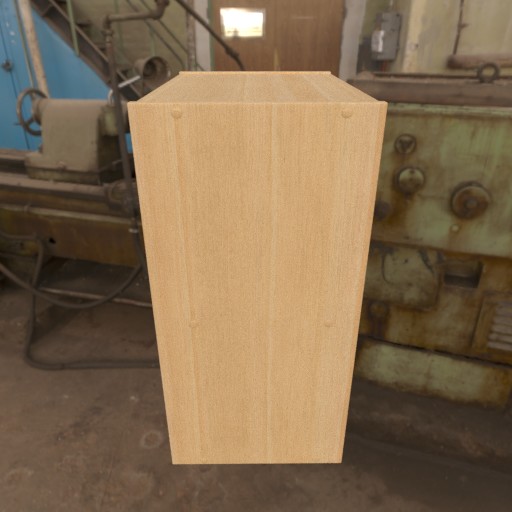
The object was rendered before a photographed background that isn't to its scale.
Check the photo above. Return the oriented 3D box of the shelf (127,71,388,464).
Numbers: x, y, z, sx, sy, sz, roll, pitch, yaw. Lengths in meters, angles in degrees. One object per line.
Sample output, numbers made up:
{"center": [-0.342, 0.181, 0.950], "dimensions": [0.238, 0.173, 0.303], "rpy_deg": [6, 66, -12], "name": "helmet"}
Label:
{"center": [0.000, 0.000, 0.809], "dimensions": [0.290, 0.592, 0.414], "rpy_deg": [0, 27, 0], "name": "shelf"}
